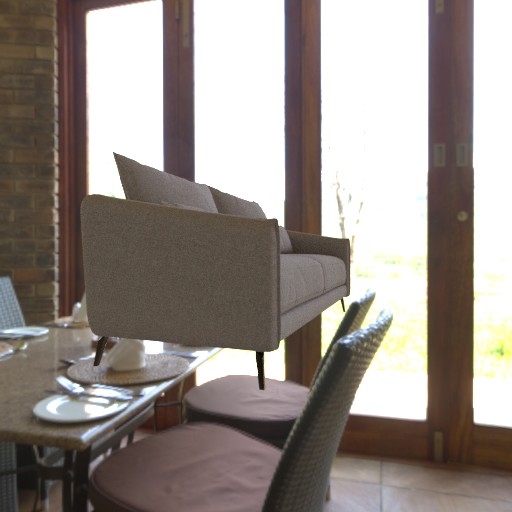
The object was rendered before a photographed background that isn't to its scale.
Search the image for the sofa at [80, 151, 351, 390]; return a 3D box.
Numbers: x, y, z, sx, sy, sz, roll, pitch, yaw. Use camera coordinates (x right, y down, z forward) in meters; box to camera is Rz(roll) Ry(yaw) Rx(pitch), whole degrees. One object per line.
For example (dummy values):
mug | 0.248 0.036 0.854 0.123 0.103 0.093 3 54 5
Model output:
sofa | 0.000 0.000 2.443 0.809 0.833 2.022 0 0 19
